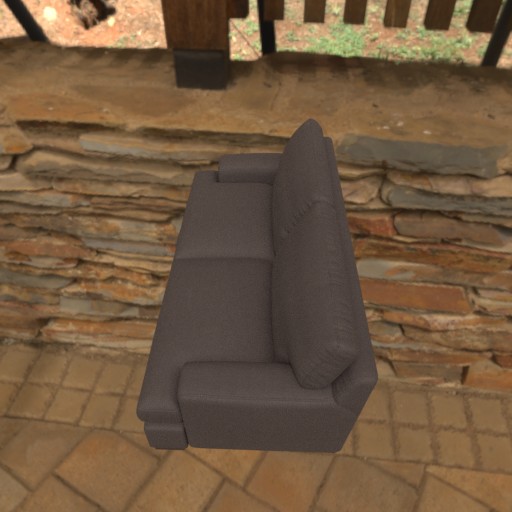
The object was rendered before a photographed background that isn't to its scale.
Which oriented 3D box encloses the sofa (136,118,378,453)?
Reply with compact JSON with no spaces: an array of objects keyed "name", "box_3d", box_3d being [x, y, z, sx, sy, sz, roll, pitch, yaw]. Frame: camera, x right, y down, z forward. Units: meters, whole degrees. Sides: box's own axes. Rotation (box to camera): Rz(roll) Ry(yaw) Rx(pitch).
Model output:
[{"name":"sofa","box_3d":[0.000,0.000,2.921,1.140,0.950,2.271,1,43,1]}]
